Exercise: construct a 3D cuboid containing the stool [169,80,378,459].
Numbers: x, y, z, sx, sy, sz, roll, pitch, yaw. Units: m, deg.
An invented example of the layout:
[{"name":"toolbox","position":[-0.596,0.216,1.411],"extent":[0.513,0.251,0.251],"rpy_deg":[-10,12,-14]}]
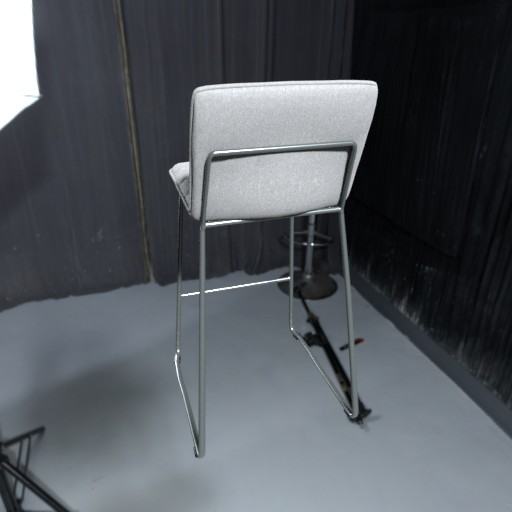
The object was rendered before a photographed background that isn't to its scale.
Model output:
[{"name":"stool","position":[0.000,0.000,1.255],"extent":[0.490,0.960,0.490],"rpy_deg":[-8,28,-16]}]
